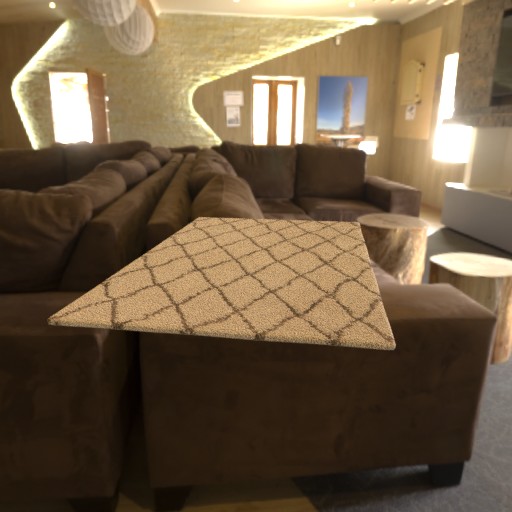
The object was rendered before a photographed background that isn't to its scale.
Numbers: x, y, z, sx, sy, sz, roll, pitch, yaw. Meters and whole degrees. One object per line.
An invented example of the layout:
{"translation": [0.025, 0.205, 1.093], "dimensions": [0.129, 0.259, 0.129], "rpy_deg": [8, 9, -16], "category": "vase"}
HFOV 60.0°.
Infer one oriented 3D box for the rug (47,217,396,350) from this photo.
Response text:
{"translation": [0.000, 0.000, 3.031], "dimensions": [1.524, 0.030, 2.438], "rpy_deg": [3, 16, 9], "category": "rug"}
